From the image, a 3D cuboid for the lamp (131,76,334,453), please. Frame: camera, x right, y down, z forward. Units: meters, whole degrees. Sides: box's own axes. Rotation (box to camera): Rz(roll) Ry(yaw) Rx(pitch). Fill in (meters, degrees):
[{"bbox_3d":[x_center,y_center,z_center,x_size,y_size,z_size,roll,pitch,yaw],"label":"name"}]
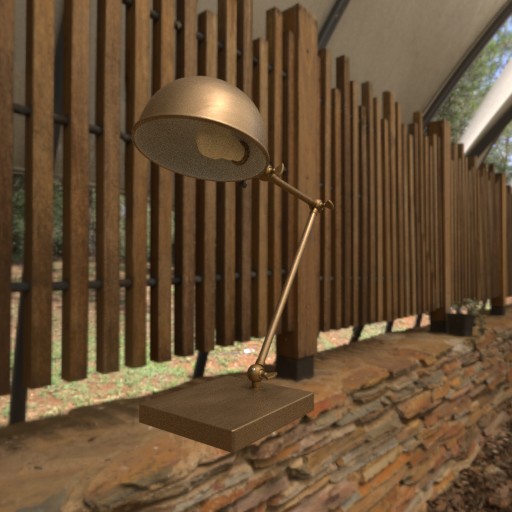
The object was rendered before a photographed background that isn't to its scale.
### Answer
[{"bbox_3d":[0.000,0.000,0.551,0.149,0.371,0.339,-1,-1,37],"label":"lamp"}]
